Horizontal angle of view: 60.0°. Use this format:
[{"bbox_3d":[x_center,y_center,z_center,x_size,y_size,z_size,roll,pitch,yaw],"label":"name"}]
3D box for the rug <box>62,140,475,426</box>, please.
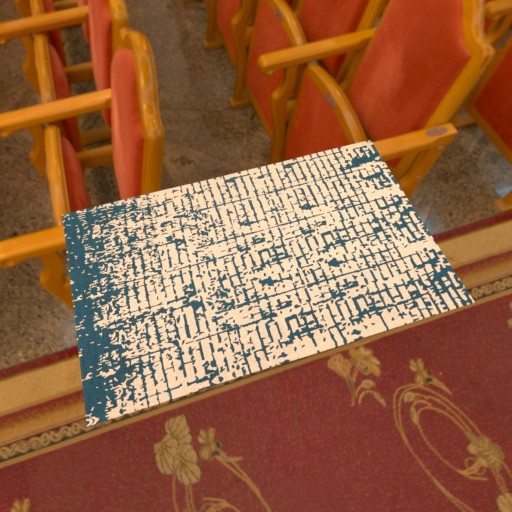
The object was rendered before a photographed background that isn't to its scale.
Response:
[{"bbox_3d":[0.000,0.000,2.998,2.435,0.011,1.517,-15,60,-9],"label":"rug"}]
